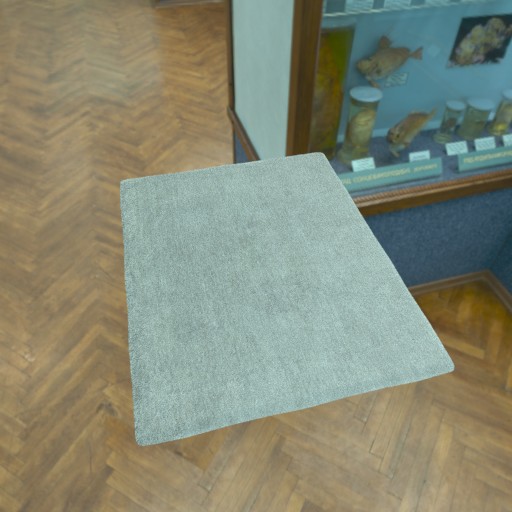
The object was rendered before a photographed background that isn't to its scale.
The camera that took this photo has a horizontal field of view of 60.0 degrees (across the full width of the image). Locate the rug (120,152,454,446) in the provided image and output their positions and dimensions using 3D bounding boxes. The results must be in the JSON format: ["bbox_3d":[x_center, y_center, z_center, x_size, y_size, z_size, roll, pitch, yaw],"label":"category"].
[{"bbox_3d":[0.000,0.000,4.009,2.332,0.027,2.933,-10,47,-10],"label":"rug"}]
